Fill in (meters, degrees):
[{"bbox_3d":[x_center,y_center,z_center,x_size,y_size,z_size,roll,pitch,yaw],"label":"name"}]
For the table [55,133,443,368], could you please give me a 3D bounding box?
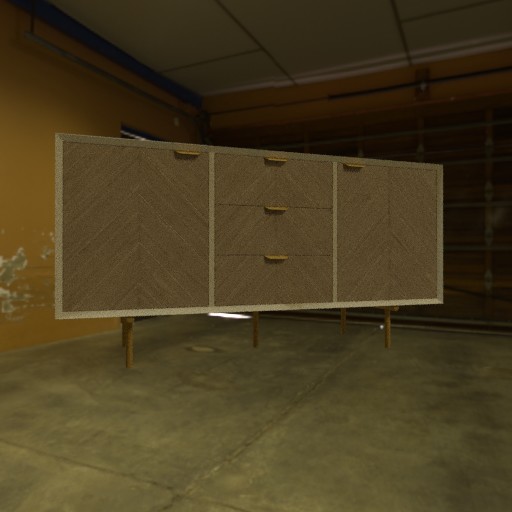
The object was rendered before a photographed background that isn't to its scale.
[{"bbox_3d":[0.000,0.000,1.868,1.500,0.769,0.508,0,0,-19],"label":"table"}]
